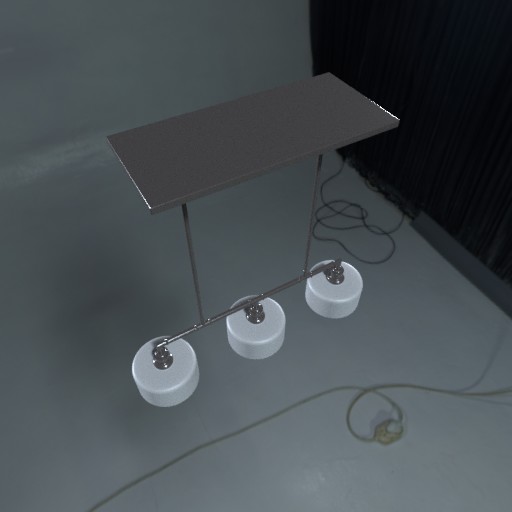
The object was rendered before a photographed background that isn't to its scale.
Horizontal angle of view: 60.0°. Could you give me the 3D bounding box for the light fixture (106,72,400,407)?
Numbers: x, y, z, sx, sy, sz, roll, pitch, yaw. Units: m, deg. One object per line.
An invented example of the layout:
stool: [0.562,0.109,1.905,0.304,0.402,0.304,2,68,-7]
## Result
light fixture: [0.000,0.000,0.852,0.582,0.557,0.177,-23,52,-20]
